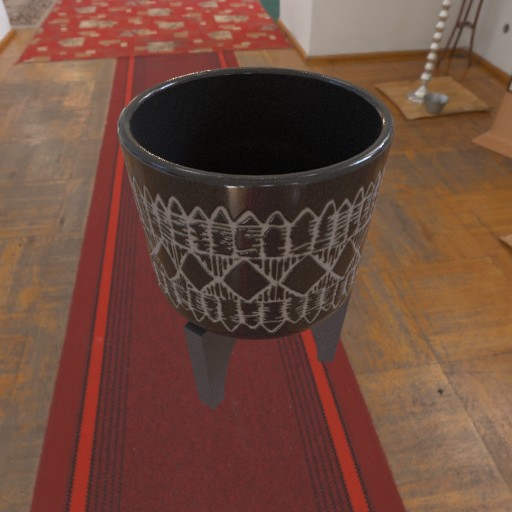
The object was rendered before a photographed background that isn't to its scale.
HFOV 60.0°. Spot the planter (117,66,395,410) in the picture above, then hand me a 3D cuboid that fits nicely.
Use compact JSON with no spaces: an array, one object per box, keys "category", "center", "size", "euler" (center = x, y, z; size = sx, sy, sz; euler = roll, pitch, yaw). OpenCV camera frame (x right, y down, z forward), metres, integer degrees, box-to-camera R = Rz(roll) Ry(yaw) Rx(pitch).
[{"category":"planter","center":[0.000,0.000,0.523],"size":[0.251,0.355,0.251],"euler":[25,47,26]}]
